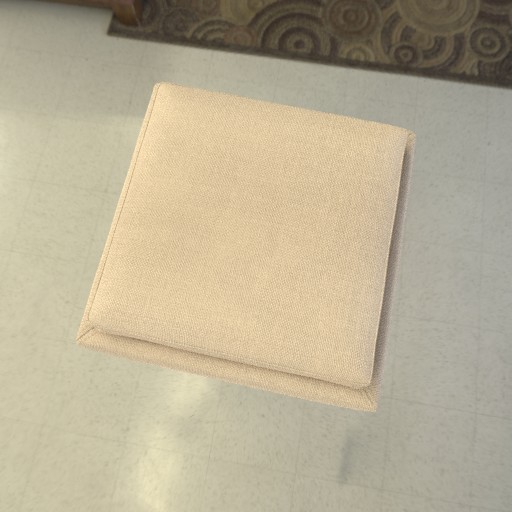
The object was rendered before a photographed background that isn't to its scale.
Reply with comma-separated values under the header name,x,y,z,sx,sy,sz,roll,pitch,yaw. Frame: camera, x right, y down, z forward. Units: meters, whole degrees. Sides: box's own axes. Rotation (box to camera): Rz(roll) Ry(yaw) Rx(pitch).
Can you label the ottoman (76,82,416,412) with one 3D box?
name,x,y,z,sx,sy,sz,roll,pitch,yaw
ottoman,0.000,0.000,0.815,0.451,0.460,0.450,12,76,3
